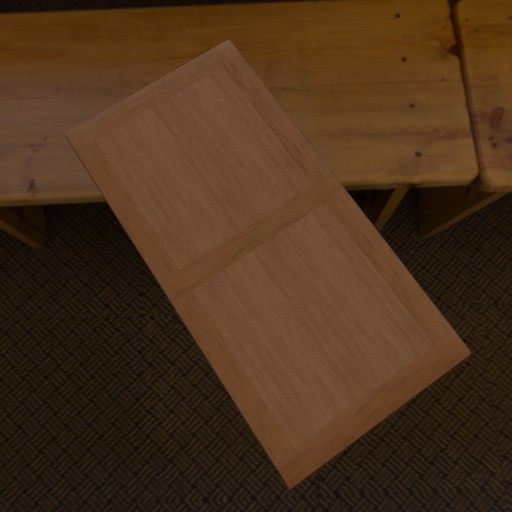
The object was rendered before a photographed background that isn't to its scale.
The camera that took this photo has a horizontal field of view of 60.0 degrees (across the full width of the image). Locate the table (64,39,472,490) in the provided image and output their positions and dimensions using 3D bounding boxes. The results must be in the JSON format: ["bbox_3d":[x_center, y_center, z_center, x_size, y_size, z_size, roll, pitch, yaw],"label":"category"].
[{"bbox_3d":[0.000,0.000,2.475,1.000,0.762,1.982,-33,79,-8],"label":"table"}]
